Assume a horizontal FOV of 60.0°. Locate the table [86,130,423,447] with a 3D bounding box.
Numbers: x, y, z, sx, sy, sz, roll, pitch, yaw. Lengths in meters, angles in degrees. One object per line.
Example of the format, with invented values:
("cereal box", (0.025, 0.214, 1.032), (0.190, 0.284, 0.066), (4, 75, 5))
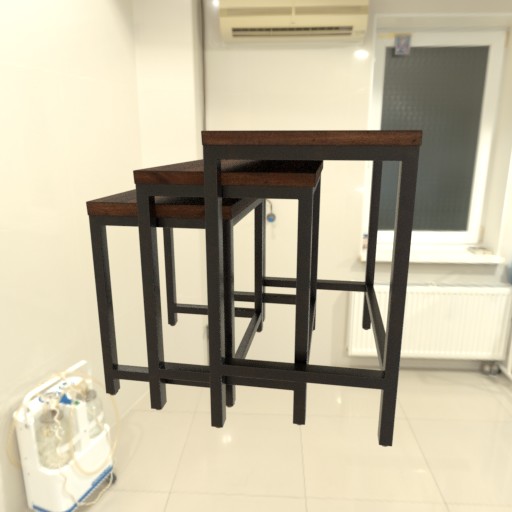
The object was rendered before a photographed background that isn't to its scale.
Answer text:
("table", (0.000, 0.000, 1.148), (0.660, 0.616, 0.608), (3, 15, 9))
